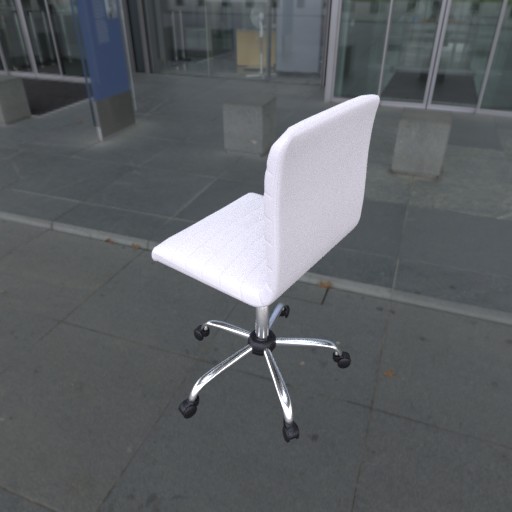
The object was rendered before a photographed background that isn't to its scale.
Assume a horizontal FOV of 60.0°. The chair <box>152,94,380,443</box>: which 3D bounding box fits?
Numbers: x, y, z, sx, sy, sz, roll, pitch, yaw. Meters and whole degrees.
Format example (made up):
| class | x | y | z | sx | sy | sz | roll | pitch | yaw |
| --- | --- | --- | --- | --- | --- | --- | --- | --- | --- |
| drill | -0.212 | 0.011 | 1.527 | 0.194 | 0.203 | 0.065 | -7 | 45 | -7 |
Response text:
| class | x | y | z | sx | sy | sz | roll | pitch | yaw |
| --- | --- | --- | --- | --- | --- | --- | --- | --- | --- |
| chair | 0.000 | 0.000 | 1.081 | 0.455 | 0.750 | 0.520 | 21 | 38 | 29 |
